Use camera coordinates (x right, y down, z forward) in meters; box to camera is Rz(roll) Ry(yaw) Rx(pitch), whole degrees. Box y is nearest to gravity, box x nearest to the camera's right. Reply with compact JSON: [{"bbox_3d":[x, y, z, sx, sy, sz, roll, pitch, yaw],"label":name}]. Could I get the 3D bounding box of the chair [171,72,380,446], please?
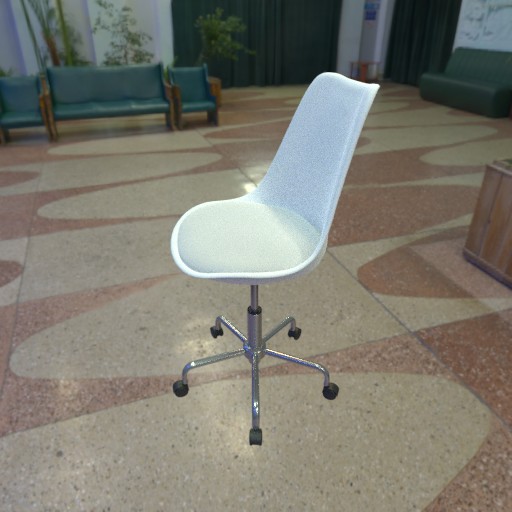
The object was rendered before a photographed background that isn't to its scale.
[{"bbox_3d":[0.000,0.000,1.263,0.550,0.930,0.550,-8,30,-14],"label":"chair"}]
